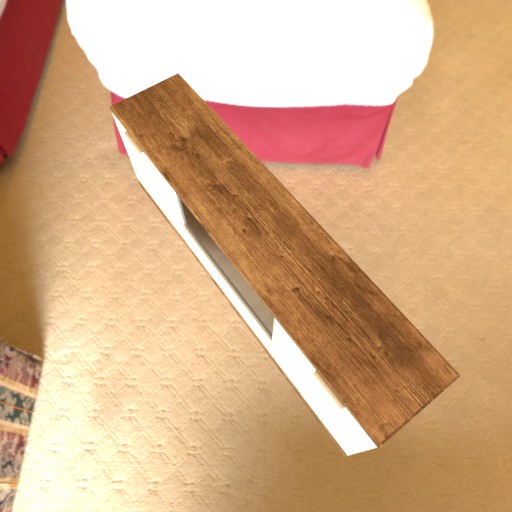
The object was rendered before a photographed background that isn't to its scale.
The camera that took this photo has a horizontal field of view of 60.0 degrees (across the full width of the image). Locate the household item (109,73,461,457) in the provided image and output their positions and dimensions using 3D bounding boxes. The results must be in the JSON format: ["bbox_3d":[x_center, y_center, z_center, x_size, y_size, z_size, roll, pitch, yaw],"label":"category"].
[{"bbox_3d":[0.000,0.000,2.043,0.390,0.615,1.800,-33,68,-16],"label":"household item"}]
